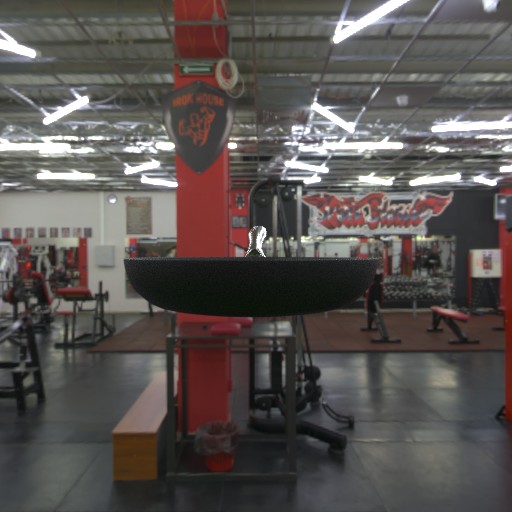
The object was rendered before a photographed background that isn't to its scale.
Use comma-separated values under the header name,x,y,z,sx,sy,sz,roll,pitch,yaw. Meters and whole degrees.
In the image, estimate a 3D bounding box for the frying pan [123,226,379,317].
name,x,y,z,sx,sy,sz,roll,pitch,yaw
frying pan,0.000,0.000,0.569,0.255,0.105,0.472,0,0,3
